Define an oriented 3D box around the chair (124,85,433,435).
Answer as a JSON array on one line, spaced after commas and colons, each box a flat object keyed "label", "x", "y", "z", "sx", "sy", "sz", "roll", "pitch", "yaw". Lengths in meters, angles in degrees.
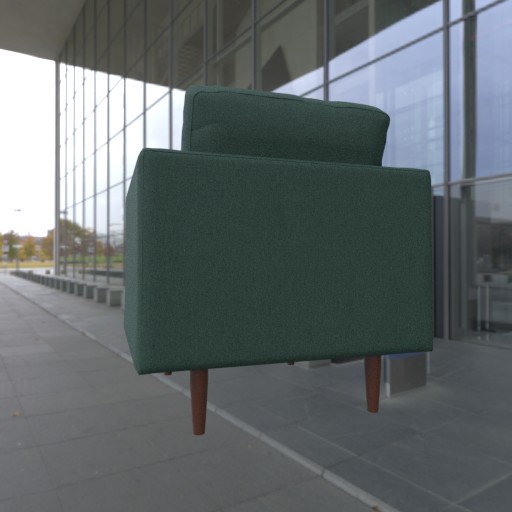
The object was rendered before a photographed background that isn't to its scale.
[{"label": "chair", "x": 0.000, "y": 0.000, "z": 1.534, "sx": 0.855, "sy": 0.927, "sz": 0.800, "roll": 0, "pitch": 0, "yaw": -19}]
